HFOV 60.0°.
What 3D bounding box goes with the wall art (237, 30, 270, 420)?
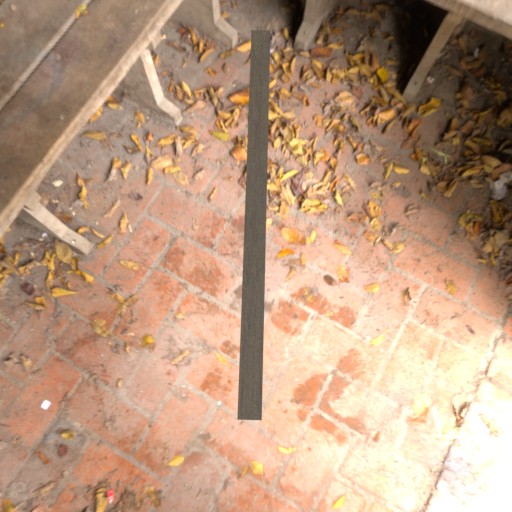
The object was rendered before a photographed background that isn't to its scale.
[{"bbox_3d":[0.000,0.000,1.179,0.039,0.758,0.758,2,74,0],"label":"wall art"}]
